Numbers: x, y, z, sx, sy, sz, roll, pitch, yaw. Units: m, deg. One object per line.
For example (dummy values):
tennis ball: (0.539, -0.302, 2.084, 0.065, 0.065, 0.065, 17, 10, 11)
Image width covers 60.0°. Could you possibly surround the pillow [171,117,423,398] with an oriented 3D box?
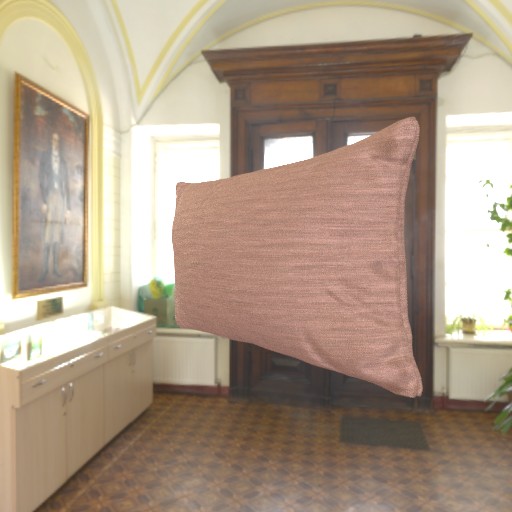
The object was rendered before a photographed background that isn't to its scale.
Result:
pillow: (0.000, 0.000, 0.776, 0.210, 0.338, 0.633, -1, 1, -36)
